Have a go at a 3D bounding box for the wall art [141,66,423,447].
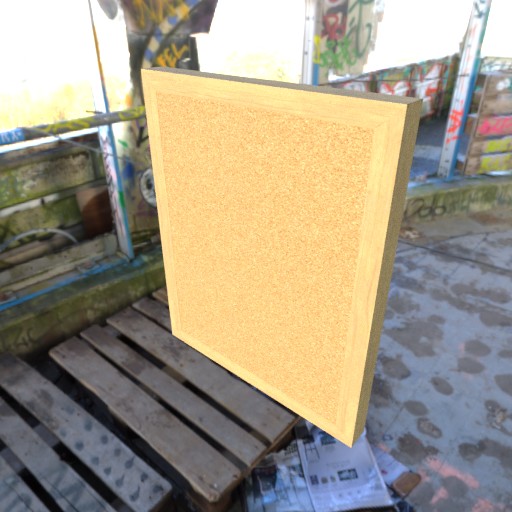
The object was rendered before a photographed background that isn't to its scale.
[{"bbox_3d":[0.000,0.000,0.512,0.312,0.380,0.030,23,37,34],"label":"wall art"}]
